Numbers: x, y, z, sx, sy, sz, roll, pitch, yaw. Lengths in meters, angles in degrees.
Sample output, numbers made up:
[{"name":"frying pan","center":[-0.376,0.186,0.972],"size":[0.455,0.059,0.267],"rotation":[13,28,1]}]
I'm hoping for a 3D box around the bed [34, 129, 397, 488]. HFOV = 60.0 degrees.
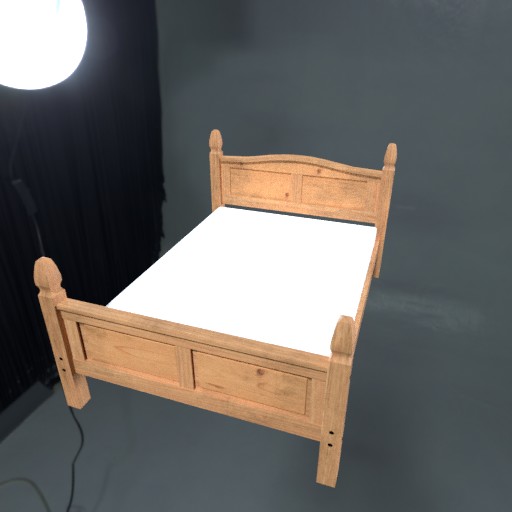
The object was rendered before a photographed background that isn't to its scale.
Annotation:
[{"name":"bed","center":[0.000,0.000,2.841],"size":[1.490,1.100,2.069],"rotation":[9,29,17]}]
